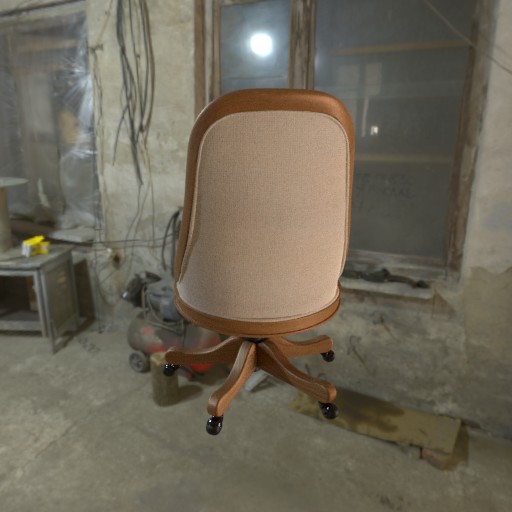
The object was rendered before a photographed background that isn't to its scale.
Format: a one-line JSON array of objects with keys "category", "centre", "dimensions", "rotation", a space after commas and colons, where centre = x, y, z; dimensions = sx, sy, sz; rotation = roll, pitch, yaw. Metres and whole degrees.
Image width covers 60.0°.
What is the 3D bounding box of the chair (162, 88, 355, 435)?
[{"category": "chair", "centre": [0.000, 0.000, 1.528], "dimensions": [0.702, 1.009, 0.811], "rotation": [-2, 15, -7]}]
